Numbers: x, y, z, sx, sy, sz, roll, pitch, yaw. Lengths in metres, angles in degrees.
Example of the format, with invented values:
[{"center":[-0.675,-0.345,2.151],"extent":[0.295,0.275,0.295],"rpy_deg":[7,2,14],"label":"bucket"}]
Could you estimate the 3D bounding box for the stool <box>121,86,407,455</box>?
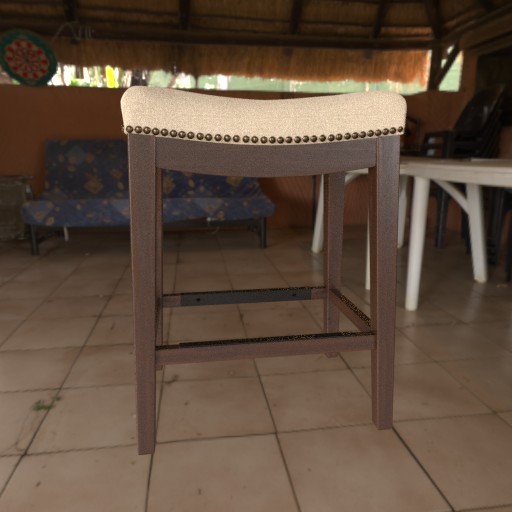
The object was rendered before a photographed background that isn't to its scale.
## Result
[{"center":[0.000,0.000,0.967],"extent":[0.509,0.669,0.363],"rpy_deg":[-2,13,-9],"label":"stool"}]
